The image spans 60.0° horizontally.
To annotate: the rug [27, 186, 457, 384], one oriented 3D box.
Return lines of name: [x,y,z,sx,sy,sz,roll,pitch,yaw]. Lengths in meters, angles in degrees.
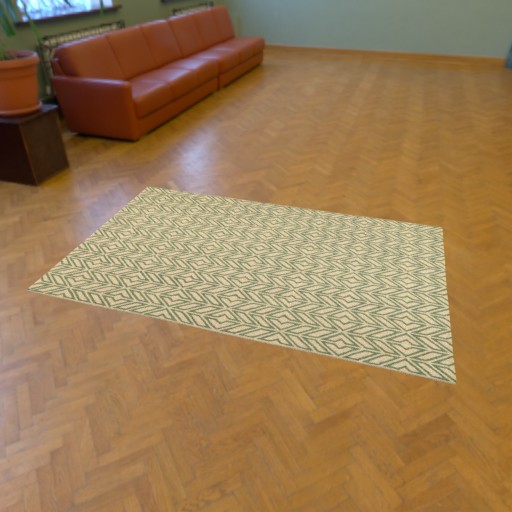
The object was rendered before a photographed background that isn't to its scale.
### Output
rug: [0.000,0.000,2.980,2.435,0.011,1.517,10,35,14]
